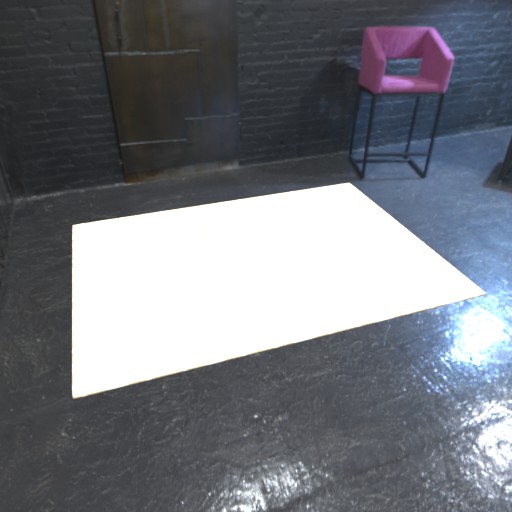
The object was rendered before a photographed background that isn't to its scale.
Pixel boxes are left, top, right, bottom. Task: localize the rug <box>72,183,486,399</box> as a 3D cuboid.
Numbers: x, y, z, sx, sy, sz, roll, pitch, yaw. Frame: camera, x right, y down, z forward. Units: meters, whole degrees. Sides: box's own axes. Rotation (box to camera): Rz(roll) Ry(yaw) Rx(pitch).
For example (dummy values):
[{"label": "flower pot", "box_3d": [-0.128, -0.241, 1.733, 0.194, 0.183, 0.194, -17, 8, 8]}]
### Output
[{"label": "rug", "box_3d": [0.000, 0.000, 2.721, 2.134, 0.010, 1.524, -11, 35, -16]}]
